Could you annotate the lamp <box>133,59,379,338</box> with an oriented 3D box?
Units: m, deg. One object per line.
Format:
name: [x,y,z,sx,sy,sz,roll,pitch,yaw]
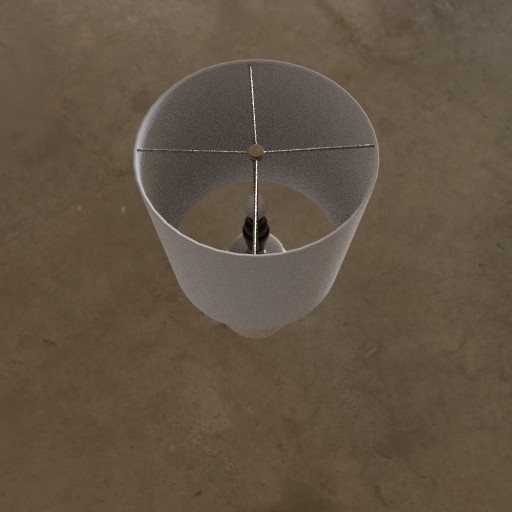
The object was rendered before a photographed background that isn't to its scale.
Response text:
lamp: [0.000,0.000,0.596,0.217,0.453,0.217,-1,65,-1]
